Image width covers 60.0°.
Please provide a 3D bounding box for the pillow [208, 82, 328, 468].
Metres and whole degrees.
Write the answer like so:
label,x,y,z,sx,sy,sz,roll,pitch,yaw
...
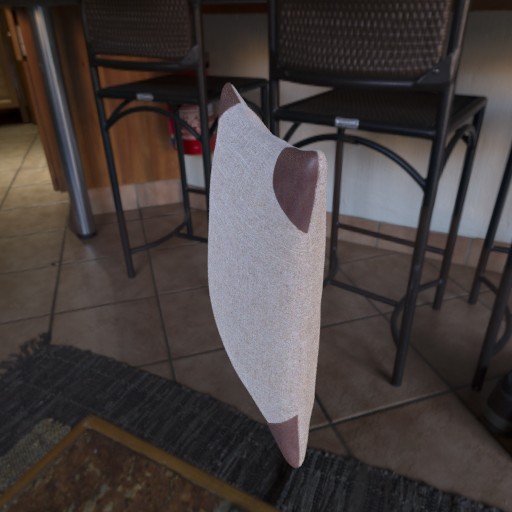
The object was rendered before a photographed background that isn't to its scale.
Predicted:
label,x,y,z,sx,sy,sz,roll,pitch,yaw
pillow,0.000,0.000,0.690,0.147,0.448,0.437,-8,31,-13
